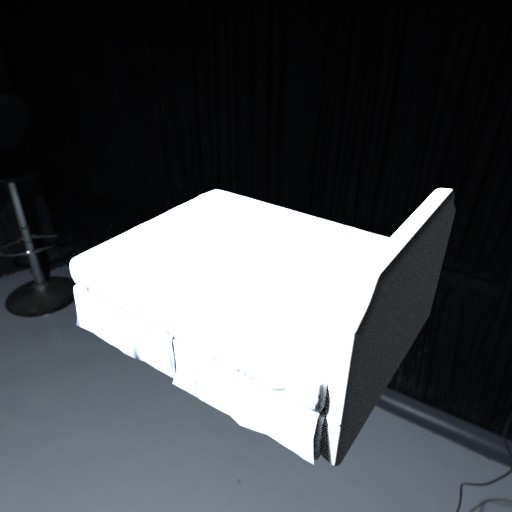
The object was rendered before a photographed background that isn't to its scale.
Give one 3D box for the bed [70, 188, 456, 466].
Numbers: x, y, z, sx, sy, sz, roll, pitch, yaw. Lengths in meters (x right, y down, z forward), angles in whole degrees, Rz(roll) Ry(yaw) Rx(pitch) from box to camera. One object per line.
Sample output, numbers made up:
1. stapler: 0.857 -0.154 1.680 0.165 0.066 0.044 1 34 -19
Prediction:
1. bed: 0.000 0.000 3.594 2.498 1.293 1.977 20 36 30
